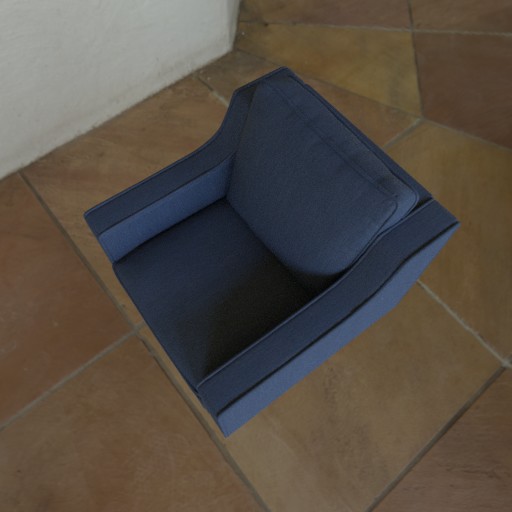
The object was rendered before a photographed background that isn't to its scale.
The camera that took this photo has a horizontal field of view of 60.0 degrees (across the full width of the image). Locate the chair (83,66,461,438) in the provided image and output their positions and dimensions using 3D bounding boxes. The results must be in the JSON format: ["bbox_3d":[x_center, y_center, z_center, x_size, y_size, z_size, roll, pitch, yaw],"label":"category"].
[{"bbox_3d":[0.000,0.000,1.629,0.909,0.960,0.831,-33,67,-16],"label":"chair"}]
